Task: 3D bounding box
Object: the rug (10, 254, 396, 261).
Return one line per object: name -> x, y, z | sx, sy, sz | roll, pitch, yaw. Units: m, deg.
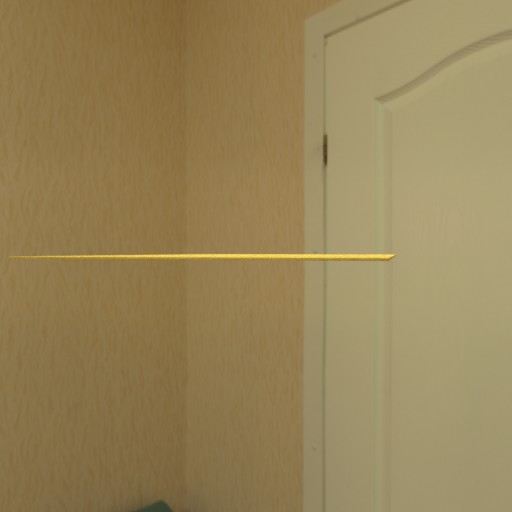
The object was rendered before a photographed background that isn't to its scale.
rug -> 0.000, 0.000, 4.186 | 2.486, 0.015, 3.242 | 0, 1, 18
